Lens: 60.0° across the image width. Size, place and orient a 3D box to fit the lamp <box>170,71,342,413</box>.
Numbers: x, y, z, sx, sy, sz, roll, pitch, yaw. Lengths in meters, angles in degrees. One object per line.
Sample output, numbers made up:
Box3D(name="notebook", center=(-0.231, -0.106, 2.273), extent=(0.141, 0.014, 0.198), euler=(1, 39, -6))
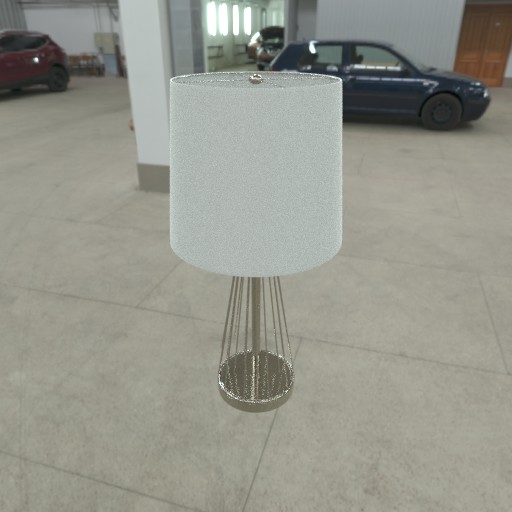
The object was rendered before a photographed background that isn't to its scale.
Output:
Box3D(name="lamp", center=(0.000, 0.000, 0.812), extent=(0.303, 0.618, 0.303), euler=(0, 27, 0))
